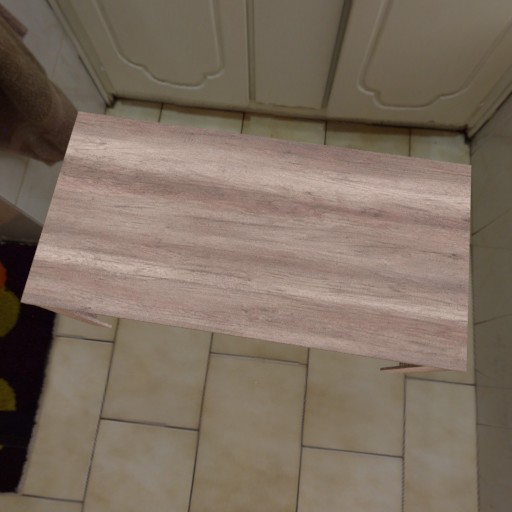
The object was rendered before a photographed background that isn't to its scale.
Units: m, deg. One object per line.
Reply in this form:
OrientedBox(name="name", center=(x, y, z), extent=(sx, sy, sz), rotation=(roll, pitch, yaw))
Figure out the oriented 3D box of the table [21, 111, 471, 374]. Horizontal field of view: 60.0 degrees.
OrientedBox(name="table", center=(0.000, 0.000, 2.268), extent=(1.800, 0.790, 0.900), rotation=(8, 74, 2))
